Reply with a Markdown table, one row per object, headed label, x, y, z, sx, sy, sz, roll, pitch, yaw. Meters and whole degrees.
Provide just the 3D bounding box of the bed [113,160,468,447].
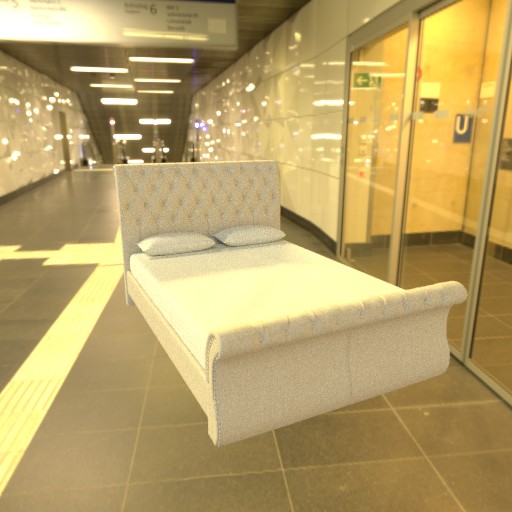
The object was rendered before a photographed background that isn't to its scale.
| label | x | y | z | sx | sy | sz | roll | pitch | yaw |
| --- | --- | --- | --- | --- | --- | --- | --- | --- | --- |
| bed | 0.000 | 0.000 | 3.360 | 1.606 | 1.268 | 2.493 | -8 | 17 | -26 |
